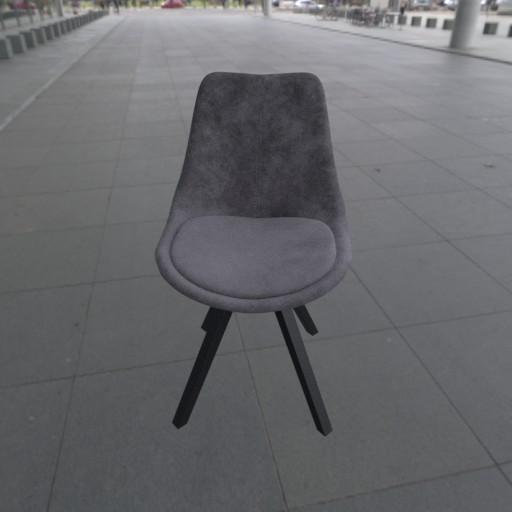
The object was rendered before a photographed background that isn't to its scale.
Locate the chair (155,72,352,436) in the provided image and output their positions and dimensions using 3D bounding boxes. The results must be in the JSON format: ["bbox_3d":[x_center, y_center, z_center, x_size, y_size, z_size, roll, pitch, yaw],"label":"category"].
[{"bbox_3d":[0.000,0.000,1.187,0.485,0.850,0.550,2,30,3],"label":"chair"}]
